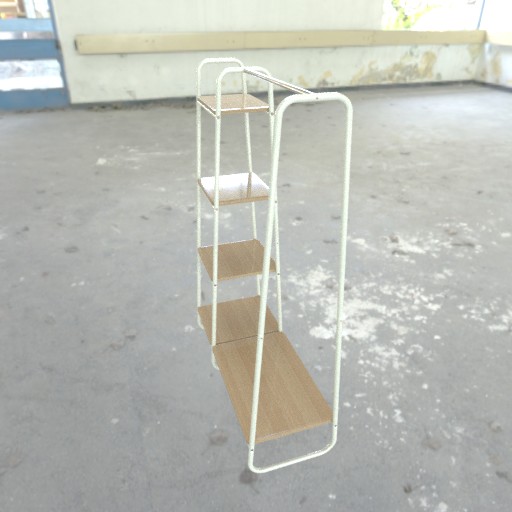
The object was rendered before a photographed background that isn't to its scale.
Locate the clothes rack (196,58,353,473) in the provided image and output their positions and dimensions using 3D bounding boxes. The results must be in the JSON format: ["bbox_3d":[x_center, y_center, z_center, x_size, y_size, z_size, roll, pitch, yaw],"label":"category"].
[{"bbox_3d":[0.000,0.000,1.937,0.400,1.500,1.011,-9,31,-16],"label":"clothes rack"}]
